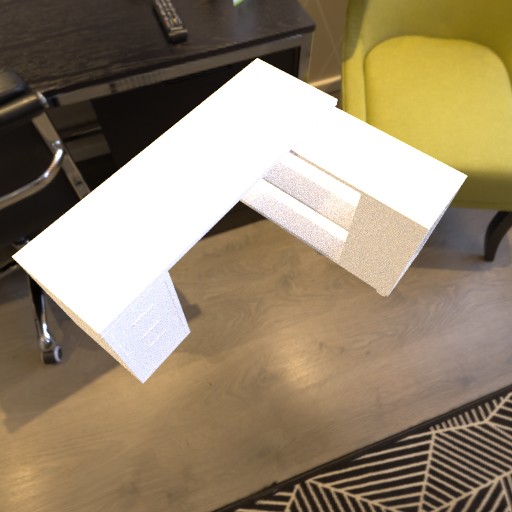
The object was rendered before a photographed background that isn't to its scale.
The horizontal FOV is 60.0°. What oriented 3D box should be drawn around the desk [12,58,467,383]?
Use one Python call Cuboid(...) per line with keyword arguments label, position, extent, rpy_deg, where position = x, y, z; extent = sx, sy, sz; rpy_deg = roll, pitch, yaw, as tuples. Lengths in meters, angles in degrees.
Cuboid(label="desk", position=(0.000, 0.000, 2.155), extent=(1.199, 0.759, 1.524), rpy_deg=(35, 66, 18))
